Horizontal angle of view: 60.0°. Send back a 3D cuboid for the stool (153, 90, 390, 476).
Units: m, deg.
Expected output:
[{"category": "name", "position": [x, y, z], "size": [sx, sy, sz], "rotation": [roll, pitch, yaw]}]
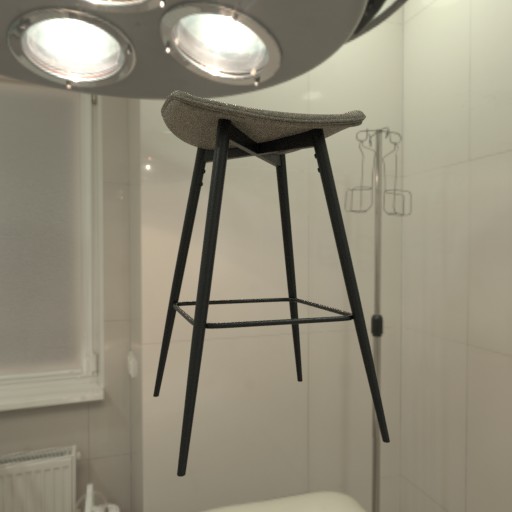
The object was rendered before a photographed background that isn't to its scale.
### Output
[{"category": "stool", "position": [0.000, 0.000, 1.121], "size": [0.469, 0.814, 0.480], "rotation": [0, 1, -18]}]
